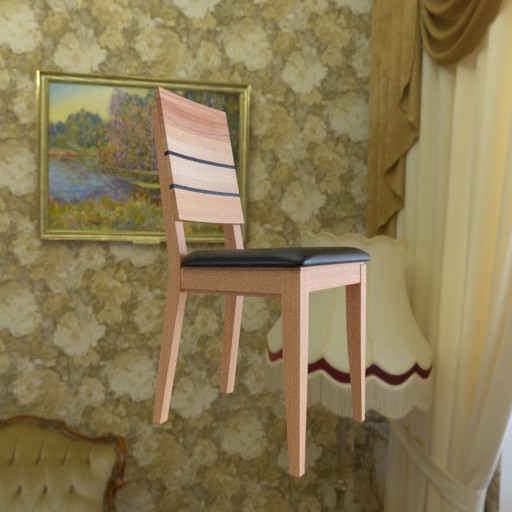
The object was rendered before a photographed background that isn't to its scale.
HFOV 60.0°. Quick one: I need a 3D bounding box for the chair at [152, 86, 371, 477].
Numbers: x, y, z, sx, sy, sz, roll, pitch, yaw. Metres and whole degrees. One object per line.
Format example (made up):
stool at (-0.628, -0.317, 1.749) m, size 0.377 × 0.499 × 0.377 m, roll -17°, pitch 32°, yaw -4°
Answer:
chair at (0.000, 0.000, 1.234) m, size 0.520 × 0.940 × 0.410 m, roll 1°, pitch 2°, yaw 35°
